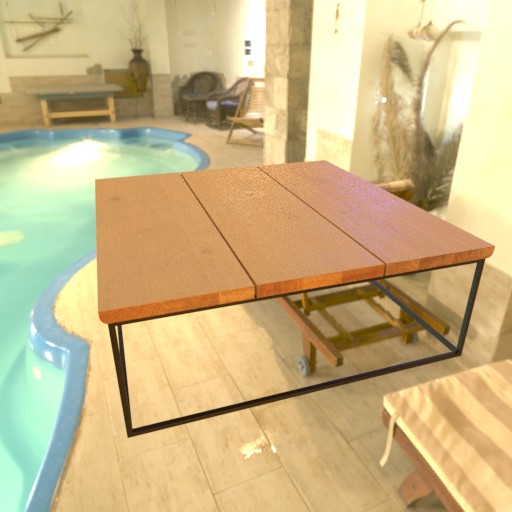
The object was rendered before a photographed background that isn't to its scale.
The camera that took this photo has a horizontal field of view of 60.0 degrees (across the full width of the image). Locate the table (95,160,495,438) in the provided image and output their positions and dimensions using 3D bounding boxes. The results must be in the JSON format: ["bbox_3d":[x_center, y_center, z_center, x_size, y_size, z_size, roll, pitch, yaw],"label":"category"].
[{"bbox_3d":[0.000,0.000,1.688,1.100,0.400,1.100,-8,27,-17],"label":"table"}]
